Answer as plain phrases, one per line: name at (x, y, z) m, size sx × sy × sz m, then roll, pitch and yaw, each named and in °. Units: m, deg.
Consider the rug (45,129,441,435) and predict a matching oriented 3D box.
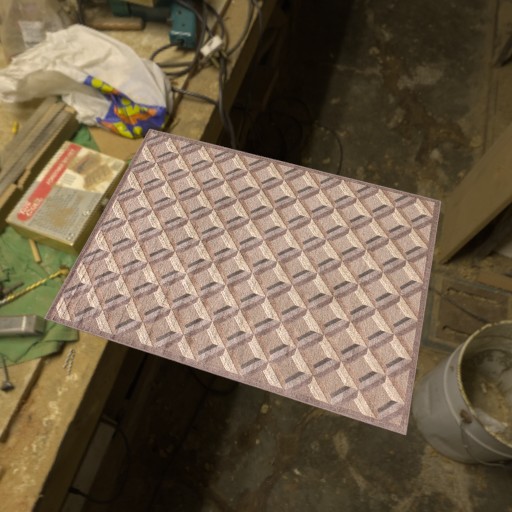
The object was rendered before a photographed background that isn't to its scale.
rug at (0.000, 0.000, 4.318) m, size 3.294 × 0.018 × 2.382 m, roll 16°, pitch 64°, yaw 8°
